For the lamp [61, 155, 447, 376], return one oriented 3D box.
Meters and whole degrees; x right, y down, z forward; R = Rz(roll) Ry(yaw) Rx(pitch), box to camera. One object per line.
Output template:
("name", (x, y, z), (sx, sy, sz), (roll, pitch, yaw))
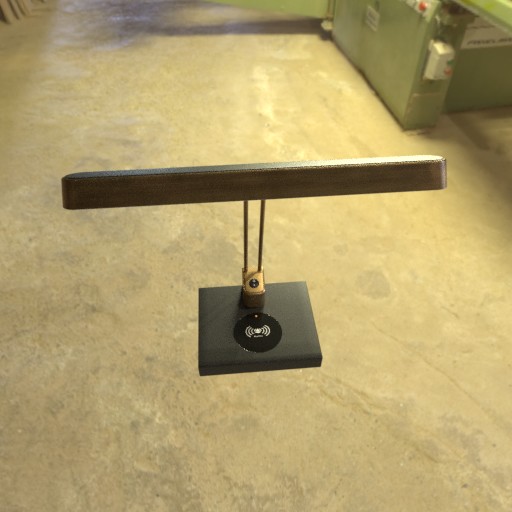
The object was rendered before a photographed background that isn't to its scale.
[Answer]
("lamp", (0.000, 0.000, 0.607), (0.412, 0.345, 0.156), (-4, 45, -4))
